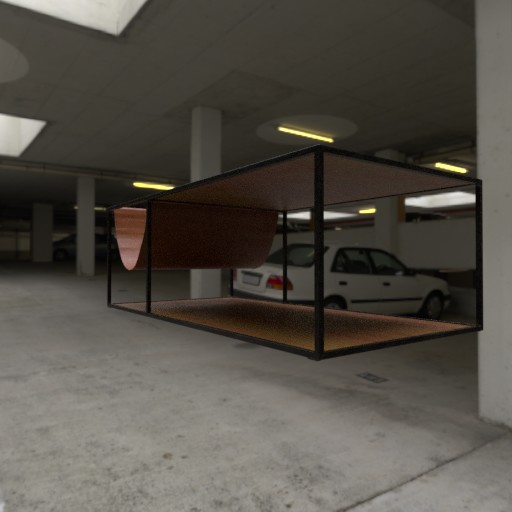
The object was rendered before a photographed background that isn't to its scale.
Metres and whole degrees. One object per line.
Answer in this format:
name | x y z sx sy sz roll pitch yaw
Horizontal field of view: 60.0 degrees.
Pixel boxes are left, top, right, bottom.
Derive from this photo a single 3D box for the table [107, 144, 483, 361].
table | 0.000 0.000 1.470 0.597 0.403 1.199 1 -1 -36
